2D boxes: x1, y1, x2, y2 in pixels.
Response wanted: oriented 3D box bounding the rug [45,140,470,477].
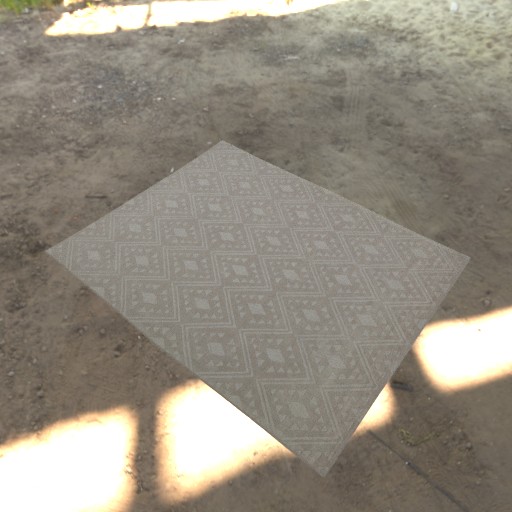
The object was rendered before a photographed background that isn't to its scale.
[{"bbox_3d":[0.000,0.000,3.991,3.011,0.054,2.399,31,54,26],"label":"rug"}]
